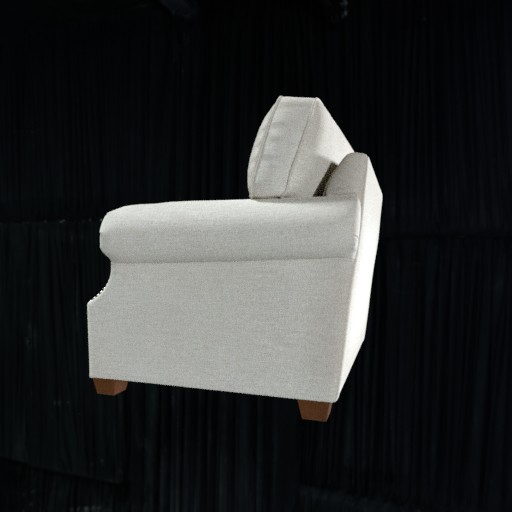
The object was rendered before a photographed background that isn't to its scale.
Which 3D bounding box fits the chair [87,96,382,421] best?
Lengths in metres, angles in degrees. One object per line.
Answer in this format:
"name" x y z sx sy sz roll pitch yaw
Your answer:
"chair" 0.000 0.000 1.828 0.965 0.961 1.092 0 1 18
